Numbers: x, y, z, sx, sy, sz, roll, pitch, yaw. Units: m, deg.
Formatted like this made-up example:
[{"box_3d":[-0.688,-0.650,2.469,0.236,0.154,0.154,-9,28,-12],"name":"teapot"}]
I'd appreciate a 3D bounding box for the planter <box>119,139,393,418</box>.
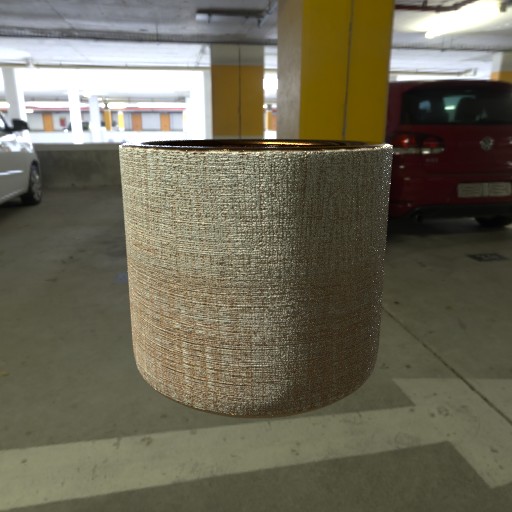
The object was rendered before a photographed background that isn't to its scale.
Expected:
[{"box_3d":[0.000,0.000,0.315,0.177,0.157,0.177,0,16,0],"name":"planter"}]
